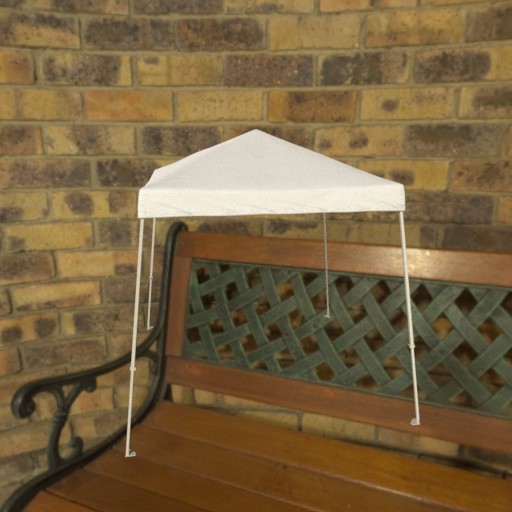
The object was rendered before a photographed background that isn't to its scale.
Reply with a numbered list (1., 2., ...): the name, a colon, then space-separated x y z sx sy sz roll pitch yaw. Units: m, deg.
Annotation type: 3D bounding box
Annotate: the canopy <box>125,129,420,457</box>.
1. canopy: 0.000 0.000 6.552 3.599 3.600 3.600 -2 15 -9
